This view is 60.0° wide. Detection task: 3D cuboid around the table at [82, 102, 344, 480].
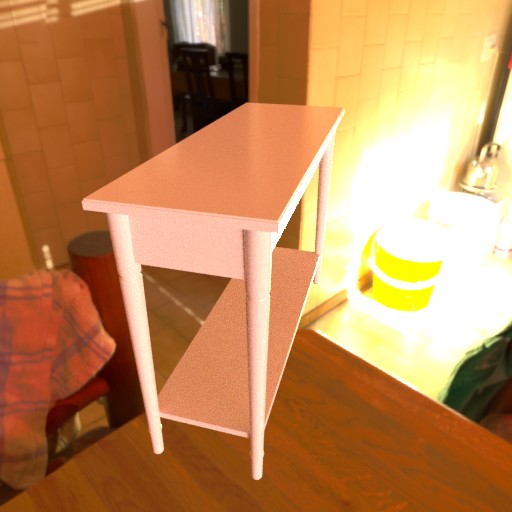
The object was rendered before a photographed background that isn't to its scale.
[{"bbox_3d":[0.000,0.000,1.416,0.381,0.749,1.067,8,30,14],"label":"table"}]
